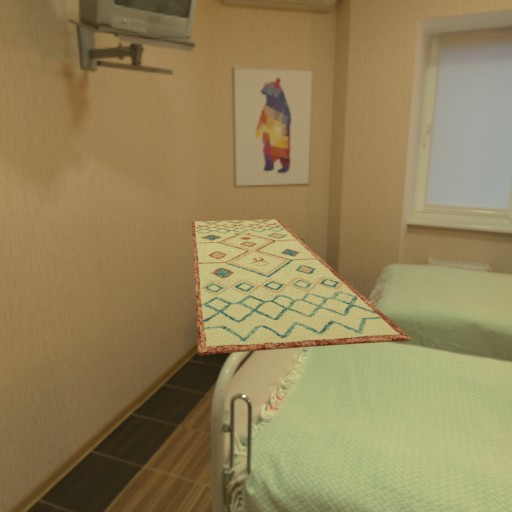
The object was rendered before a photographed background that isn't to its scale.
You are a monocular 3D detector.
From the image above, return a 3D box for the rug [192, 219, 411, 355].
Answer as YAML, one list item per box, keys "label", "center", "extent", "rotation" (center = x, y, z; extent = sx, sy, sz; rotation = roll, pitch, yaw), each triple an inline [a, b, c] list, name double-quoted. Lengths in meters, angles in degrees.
- label: "rug"
  center: [0.000, 0.000, 2.678]
  extent: [0.750, 0.011, 2.435]
  rotation: [-2, 15, -8]
